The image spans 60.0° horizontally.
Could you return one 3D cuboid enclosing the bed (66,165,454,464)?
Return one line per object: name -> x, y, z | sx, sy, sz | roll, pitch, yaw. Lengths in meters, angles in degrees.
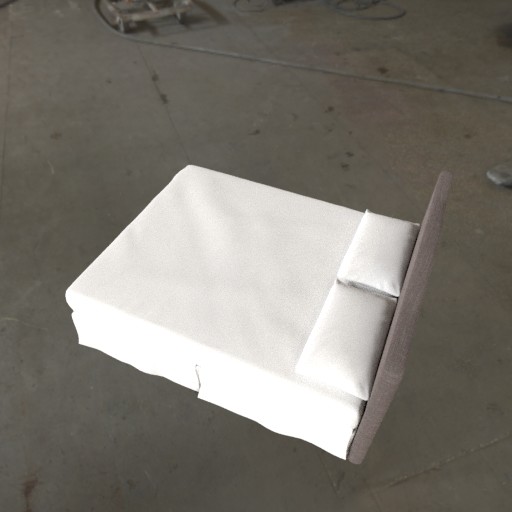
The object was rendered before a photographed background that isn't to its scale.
bed -> 0.000, 0.000, 3.860 | 2.689, 1.457, 2.161 | 18, 49, 17
